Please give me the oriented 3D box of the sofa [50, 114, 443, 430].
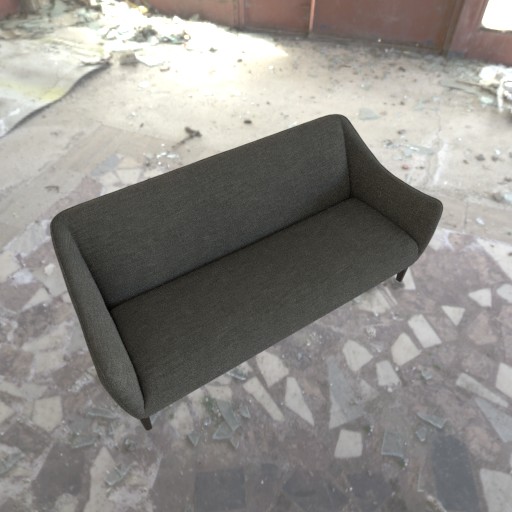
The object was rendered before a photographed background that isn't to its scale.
[{"bbox_3d":[0.000,0.000,2.420,1.928,0.829,0.867,-25,52,-22],"label":"sofa"}]
